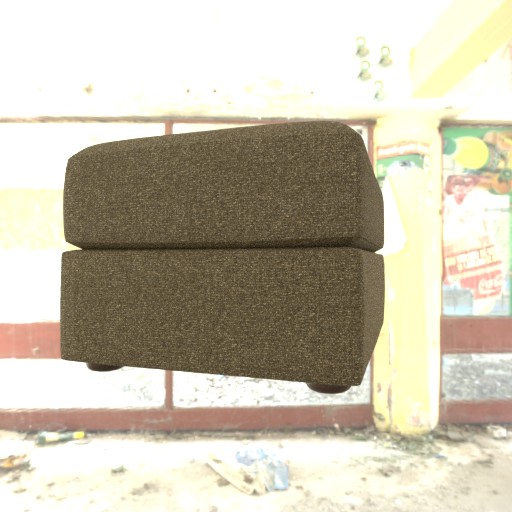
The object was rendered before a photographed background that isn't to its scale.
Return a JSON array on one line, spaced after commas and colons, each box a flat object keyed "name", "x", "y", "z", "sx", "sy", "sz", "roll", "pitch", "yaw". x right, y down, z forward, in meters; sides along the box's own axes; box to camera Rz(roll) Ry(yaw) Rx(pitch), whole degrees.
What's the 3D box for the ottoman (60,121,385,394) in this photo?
[{"name": "ottoman", "x": 0.000, "y": 0.000, "z": 1.109, "sx": 0.598, "sy": 0.476, "sz": 0.742, "roll": 0, "pitch": -1, "yaw": 19}]
